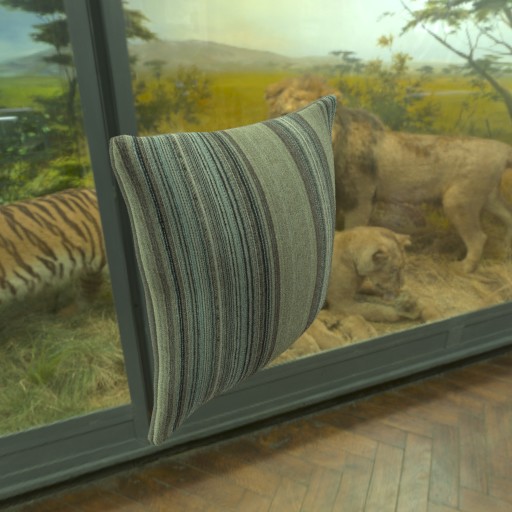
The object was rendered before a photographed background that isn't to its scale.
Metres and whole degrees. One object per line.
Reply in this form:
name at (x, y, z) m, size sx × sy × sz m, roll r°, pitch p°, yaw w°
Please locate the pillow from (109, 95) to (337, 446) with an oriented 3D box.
pillow at (0.000, 0.000, 0.657) m, size 0.189 × 0.416 × 0.435 m, roll 19°, pitch 32°, yaw 33°
